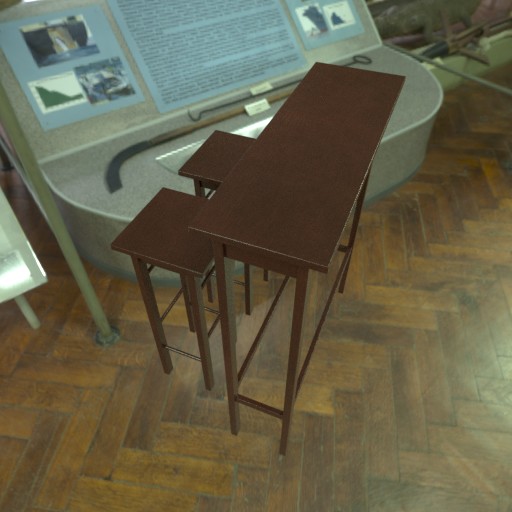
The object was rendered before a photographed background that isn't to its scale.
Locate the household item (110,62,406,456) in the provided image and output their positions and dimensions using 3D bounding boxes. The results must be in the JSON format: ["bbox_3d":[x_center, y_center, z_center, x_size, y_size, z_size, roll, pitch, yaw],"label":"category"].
[{"bbox_3d":[0.000,0.000,1.613,0.676,1.067,0.914,16,48,15],"label":"household item"}]
